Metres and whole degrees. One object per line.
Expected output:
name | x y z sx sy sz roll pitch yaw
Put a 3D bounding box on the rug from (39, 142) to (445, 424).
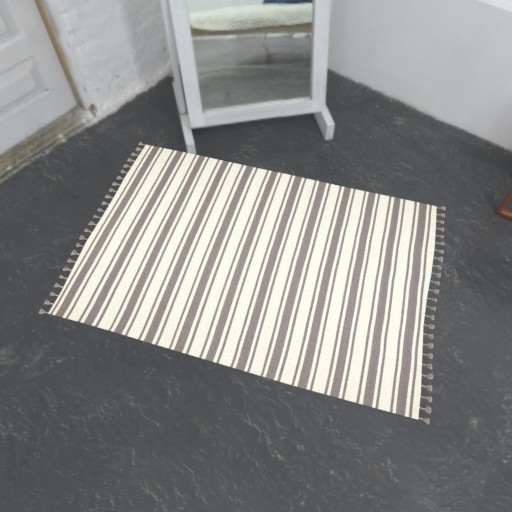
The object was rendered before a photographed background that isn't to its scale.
rug | 0.000 0.000 2.987 2.425 0.014 1.563 14 59 8
